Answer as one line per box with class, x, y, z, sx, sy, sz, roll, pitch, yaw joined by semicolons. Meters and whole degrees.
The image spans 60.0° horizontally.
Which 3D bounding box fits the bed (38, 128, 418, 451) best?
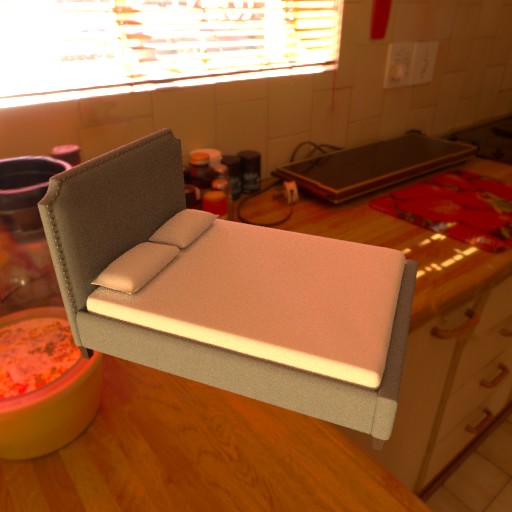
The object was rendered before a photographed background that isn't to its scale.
bed;0.000;0.000;3.406;2.372;1.443;1.712;11;31;19
